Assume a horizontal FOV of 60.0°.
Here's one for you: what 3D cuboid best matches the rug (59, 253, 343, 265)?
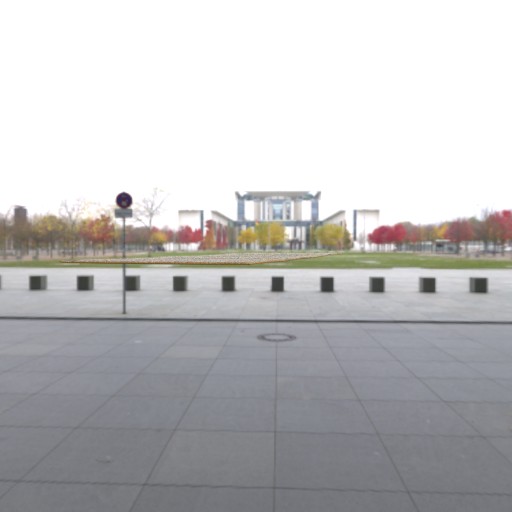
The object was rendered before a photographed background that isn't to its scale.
[{"bbox_3d":[0.000,0.000,2.527,0.704,0.014,2.294,0,1,18],"label":"rug"}]
